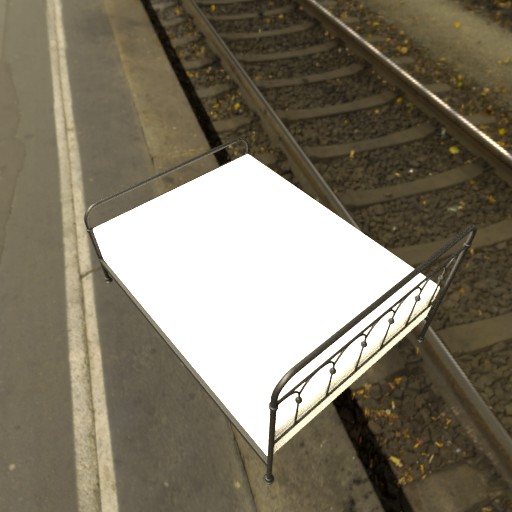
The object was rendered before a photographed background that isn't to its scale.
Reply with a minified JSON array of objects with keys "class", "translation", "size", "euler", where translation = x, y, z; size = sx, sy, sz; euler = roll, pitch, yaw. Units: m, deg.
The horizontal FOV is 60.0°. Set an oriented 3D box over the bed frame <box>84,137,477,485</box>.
[{"class":"bed frame","translation":[0.000,0.000,3.238],"size":[1.664,1.276,2.203],"euler":[-32,55,-26]}]
